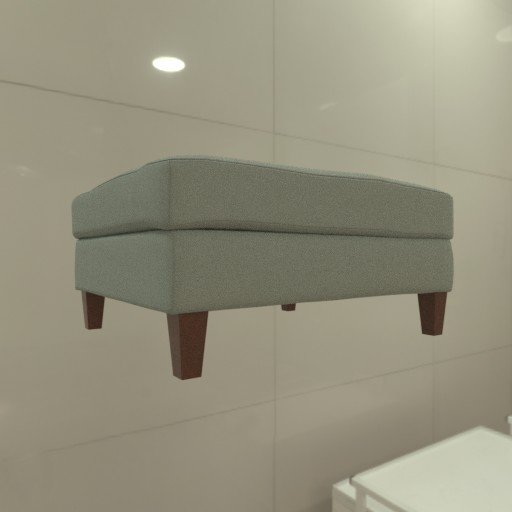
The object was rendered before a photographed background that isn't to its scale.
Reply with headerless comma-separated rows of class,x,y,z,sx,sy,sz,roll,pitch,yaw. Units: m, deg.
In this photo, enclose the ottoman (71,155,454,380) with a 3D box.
ottoman,0.000,0.000,1.457,0.991,0.494,0.842,0,0,-35
